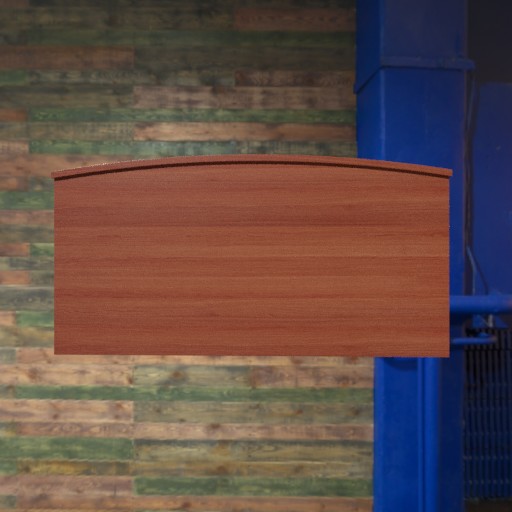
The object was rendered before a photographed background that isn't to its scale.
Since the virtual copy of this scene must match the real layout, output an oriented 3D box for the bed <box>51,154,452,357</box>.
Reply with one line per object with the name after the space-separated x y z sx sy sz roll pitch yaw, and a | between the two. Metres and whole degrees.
0.000 0.000 2.883 1.683 0.848 2.053 0 0 2 | bed
